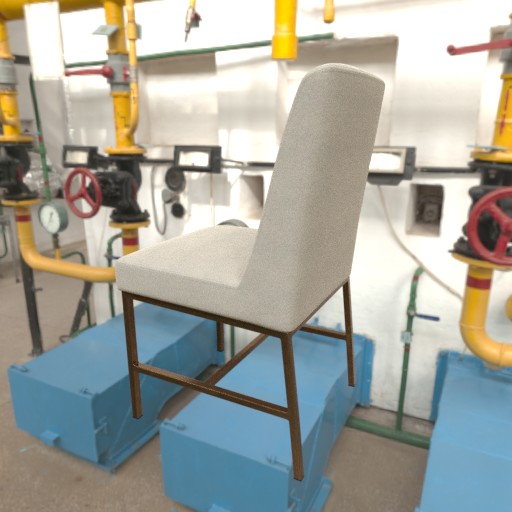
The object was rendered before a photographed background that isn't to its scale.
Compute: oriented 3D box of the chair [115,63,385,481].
[{"bbox_3d":[0.000,0.000,1.240,0.597,0.933,0.503,8,18,27],"label":"chair"}]
